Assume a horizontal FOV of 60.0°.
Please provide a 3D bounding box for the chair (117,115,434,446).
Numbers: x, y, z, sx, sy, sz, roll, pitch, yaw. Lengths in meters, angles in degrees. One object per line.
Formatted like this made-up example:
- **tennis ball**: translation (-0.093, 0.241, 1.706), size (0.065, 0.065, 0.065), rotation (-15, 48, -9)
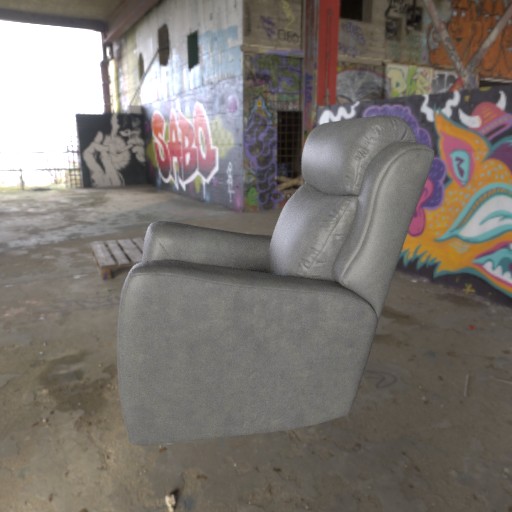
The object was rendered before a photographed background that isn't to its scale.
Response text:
- **chair**: translation (0.000, 0.000, 1.876), size (1.068, 1.116, 0.967), rotation (-2, 14, -9)
